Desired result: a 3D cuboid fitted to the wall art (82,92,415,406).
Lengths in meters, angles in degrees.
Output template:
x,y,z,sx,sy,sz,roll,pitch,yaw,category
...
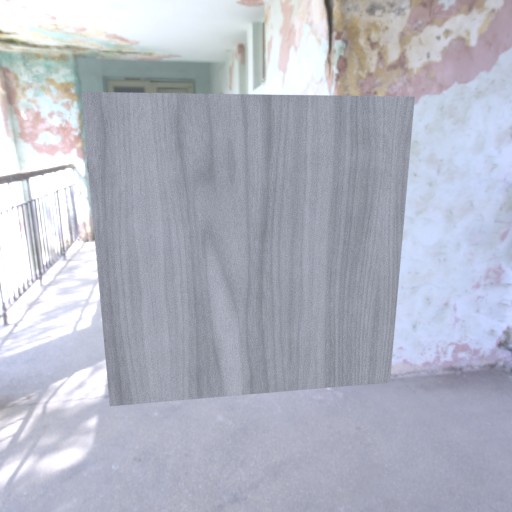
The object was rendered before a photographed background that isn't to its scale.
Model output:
x,y,z,sx,sy,sz,roll,pitch,yaw,category
0.000,0.000,0.739,0.508,0.507,0.016,-2,15,-9,wall art
